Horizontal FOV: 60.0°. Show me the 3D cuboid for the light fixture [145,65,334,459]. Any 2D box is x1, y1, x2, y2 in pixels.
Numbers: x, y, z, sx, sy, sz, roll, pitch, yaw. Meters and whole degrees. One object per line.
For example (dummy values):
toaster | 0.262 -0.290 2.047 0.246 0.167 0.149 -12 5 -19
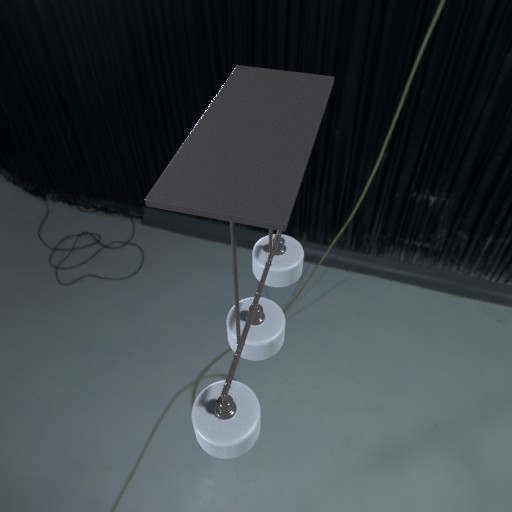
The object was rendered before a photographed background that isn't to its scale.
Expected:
light fixture | 0.000 0.000 0.859 0.177 0.557 0.582 11 48 10
